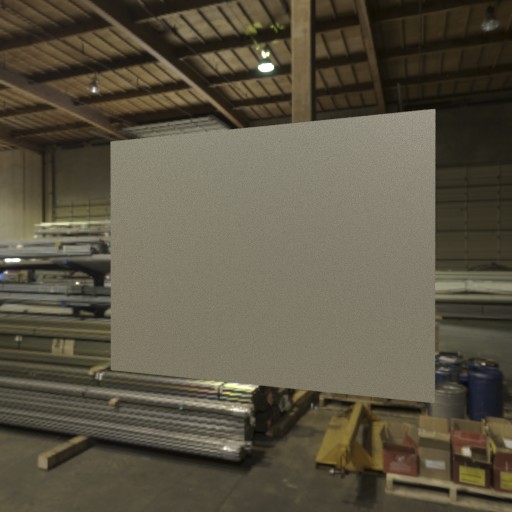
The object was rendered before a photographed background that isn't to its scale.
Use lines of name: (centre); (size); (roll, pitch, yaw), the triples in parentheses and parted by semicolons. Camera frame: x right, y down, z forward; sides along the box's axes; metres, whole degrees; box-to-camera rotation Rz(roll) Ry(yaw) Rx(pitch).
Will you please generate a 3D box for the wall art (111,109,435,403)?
wall art: (0.000, 0.000, 1.413); (1.056, 0.801, 0.066); (0, 0, 19)
